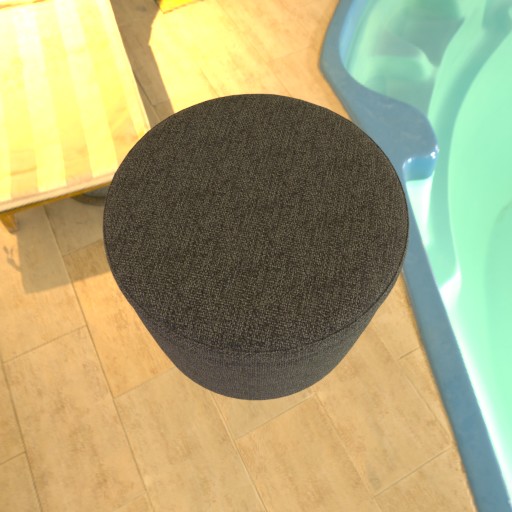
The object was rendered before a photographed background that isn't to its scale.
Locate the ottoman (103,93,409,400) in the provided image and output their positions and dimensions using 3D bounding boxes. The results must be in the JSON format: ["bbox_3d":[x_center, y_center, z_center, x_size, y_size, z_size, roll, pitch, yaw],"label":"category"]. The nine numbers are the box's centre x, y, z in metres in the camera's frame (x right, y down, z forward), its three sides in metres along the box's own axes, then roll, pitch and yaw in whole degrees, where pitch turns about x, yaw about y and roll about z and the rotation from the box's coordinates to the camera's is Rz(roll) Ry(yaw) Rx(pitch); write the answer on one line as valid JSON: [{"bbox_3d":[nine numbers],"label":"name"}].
[{"bbox_3d":[0.000,0.000,0.915,0.520,0.430,0.520,0,63,0],"label":"ottoman"}]
